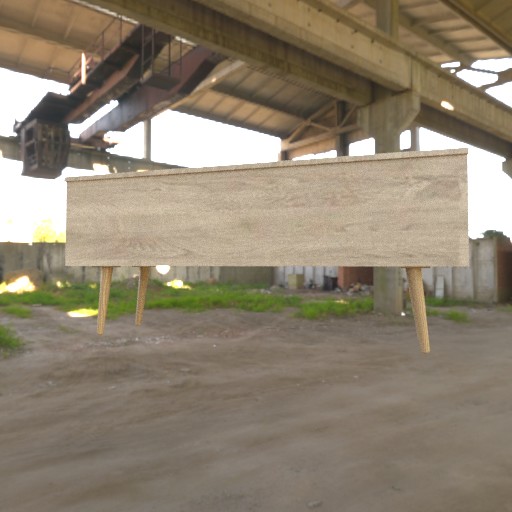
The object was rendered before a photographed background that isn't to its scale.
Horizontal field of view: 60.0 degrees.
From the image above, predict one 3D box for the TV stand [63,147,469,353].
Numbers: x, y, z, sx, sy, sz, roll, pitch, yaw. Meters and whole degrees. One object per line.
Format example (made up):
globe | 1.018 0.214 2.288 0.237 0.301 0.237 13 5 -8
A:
TV stand | 0.000 0.000 1.557 1.313 0.565 0.401 0 -1 18
